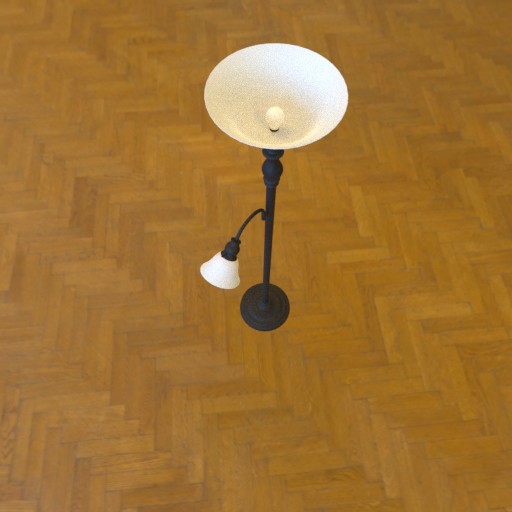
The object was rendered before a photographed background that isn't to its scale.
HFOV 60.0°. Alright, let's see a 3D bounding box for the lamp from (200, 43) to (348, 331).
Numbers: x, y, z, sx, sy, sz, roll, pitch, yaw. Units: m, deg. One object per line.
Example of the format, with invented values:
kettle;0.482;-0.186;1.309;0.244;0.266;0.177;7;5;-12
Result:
lamp;0.000;0.000;2.022;0.405;1.793;0.588;36;69;16
